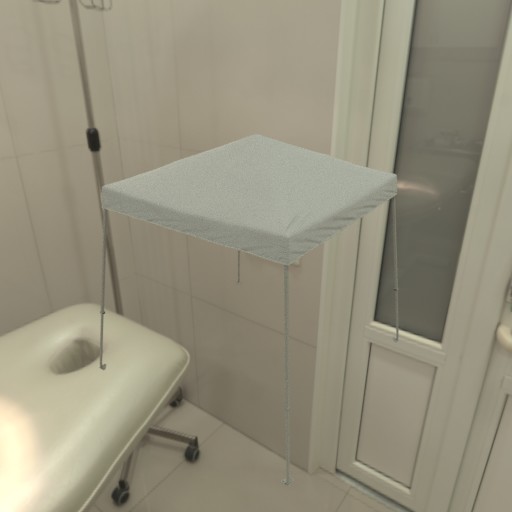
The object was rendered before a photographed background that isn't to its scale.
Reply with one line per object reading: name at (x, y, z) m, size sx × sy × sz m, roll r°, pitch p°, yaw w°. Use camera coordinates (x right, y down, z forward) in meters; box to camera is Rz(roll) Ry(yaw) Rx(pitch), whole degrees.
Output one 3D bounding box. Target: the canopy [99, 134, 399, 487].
canopy at (0.000, 0.000, 5.295) m, size 2.848 × 2.849 × 2.849 m, roll 17°, pitch 30°, yaw 33°
